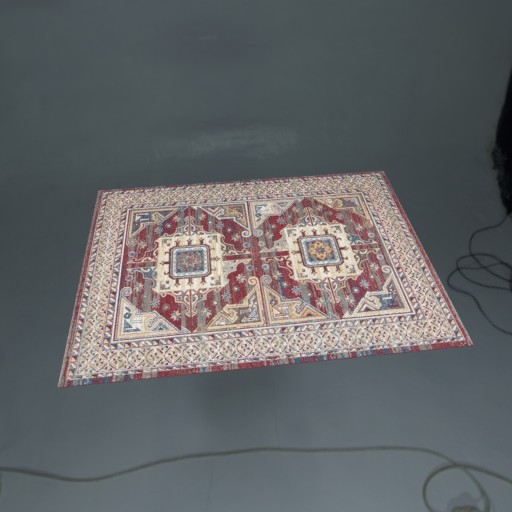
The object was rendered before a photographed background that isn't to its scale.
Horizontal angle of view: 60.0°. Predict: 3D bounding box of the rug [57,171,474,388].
[{"bbox_3d":[0.000,0.000,2.880,2.210,0.011,1.599,-5,47,-4],"label":"rug"}]
